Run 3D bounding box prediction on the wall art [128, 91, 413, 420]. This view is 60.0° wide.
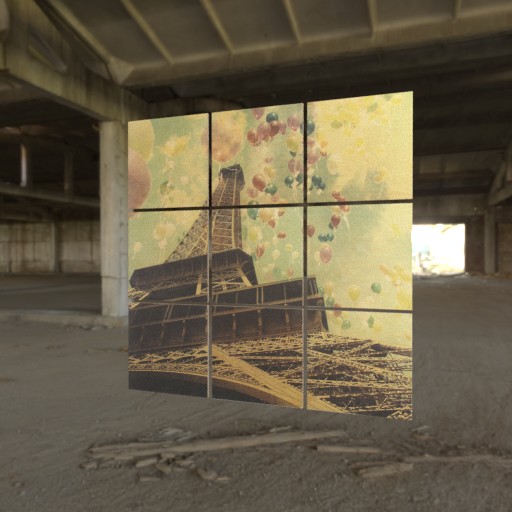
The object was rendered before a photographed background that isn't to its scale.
[{"bbox_3d":[0.000,0.000,1.834,1.219,1.218,0.013,0,0,18],"label":"wall art"}]
